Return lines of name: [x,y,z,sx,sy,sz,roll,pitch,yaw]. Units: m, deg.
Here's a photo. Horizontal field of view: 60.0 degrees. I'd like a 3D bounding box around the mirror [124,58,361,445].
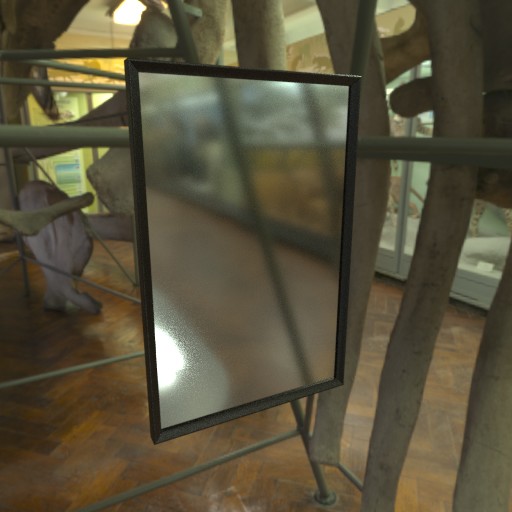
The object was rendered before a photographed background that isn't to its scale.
mirror: [0.000,0.000,1.168,0.609,0.915,0.041,-8,17,-27]
